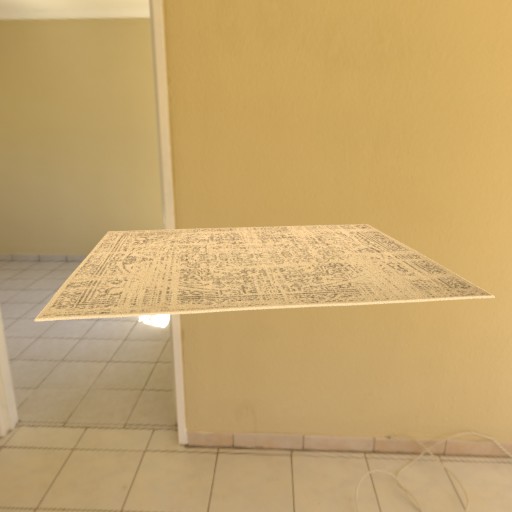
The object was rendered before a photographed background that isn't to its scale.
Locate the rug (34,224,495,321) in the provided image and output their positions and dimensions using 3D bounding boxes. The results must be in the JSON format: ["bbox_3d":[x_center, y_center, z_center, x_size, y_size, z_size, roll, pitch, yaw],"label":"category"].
[{"bbox_3d":[0.000,0.000,3.853,2.921,0.032,2.311,-2,16,-7],"label":"rug"}]
